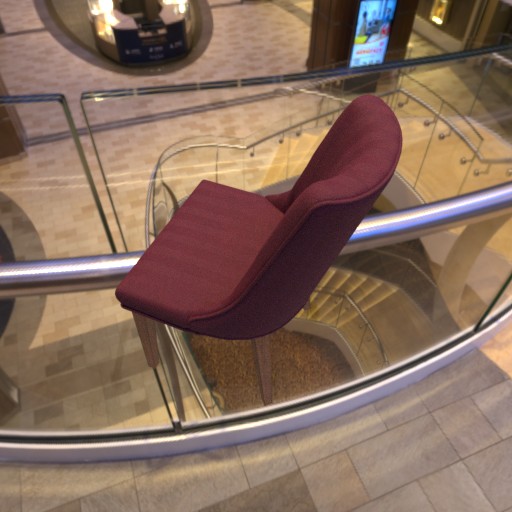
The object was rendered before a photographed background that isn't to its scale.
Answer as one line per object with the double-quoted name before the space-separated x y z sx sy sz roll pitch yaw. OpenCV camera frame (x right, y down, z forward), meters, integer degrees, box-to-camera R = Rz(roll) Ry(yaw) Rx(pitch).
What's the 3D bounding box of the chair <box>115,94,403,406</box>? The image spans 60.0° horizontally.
"chair" 0.000 0.000 1.312 0.638 0.916 0.548 17 50 15
